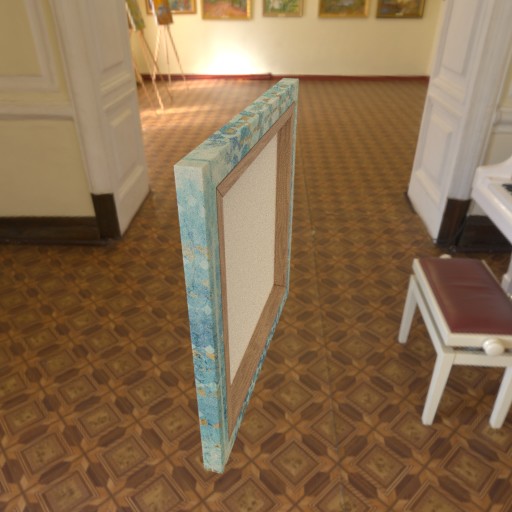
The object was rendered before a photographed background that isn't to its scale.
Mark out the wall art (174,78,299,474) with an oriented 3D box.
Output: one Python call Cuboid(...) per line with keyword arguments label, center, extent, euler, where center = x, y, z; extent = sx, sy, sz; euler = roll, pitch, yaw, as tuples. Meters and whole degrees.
Cuboid(label="wall art", center=(0.000, 0.000, 0.939), extent=(0.040, 0.609, 0.609), euler=(8, 32, 13))
